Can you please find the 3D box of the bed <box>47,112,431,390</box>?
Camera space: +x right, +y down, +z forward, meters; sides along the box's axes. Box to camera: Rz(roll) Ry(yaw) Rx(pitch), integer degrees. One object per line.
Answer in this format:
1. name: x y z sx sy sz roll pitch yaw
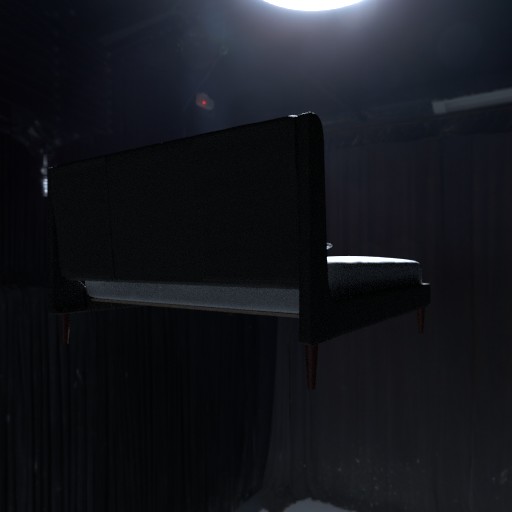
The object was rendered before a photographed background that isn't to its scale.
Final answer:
1. bed: 0.000 0.000 2.533 1.531 0.933 1.638 0 -1 35
